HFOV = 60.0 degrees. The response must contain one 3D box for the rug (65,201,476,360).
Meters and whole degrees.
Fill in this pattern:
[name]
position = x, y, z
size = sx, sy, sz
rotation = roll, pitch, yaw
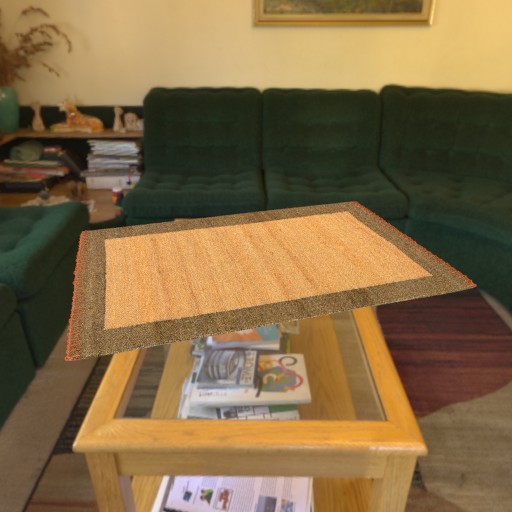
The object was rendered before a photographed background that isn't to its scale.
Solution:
[rug]
position = 0.000, 0.000, 2.366
size = 1.838, 0.019, 1.220
rotation = -8, 28, -15
